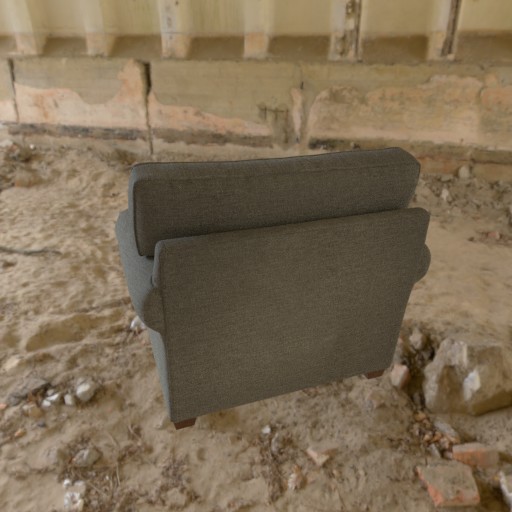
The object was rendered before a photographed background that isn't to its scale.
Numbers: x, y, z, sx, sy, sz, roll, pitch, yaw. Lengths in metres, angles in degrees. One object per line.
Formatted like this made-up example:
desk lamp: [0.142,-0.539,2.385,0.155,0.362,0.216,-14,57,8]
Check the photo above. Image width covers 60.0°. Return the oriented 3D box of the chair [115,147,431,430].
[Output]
chair: [0.000,0.000,1.878,1.092,0.961,0.965,-9,26,-18]
